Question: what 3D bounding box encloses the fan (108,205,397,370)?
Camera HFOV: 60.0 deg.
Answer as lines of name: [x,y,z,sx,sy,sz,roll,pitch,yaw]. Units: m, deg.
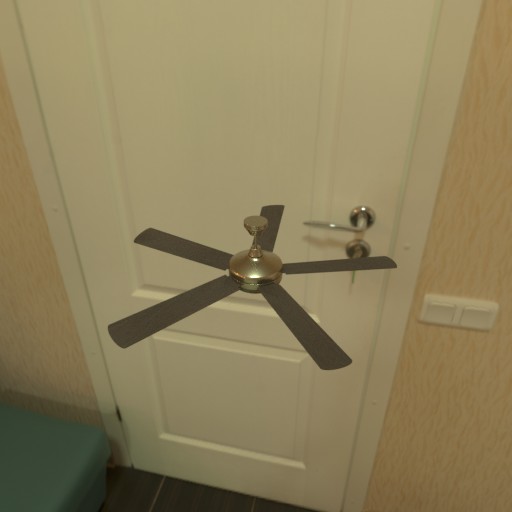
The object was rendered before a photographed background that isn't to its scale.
fan: [0.000,0.000,2.008,1.321,0.356,1.321,-9,33,-14]
